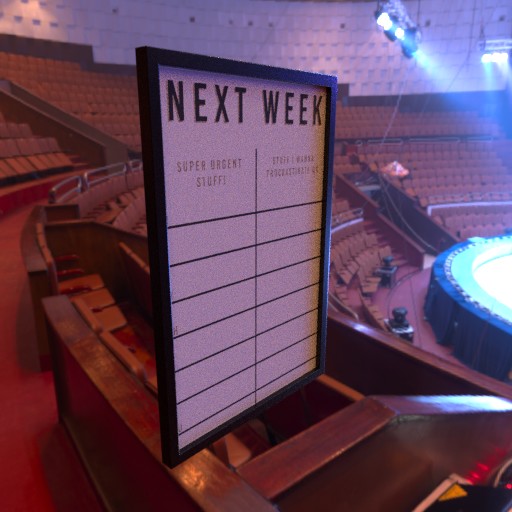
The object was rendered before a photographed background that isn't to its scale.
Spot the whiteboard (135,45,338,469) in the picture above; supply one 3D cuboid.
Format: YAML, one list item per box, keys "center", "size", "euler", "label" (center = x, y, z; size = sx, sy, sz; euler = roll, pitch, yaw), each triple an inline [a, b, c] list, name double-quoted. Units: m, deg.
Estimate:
- center: [0.000, 0.000, 0.761]
  size: [0.026, 0.611, 0.406]
  euler: [14, 21, 42]
  label: "whiteboard"
